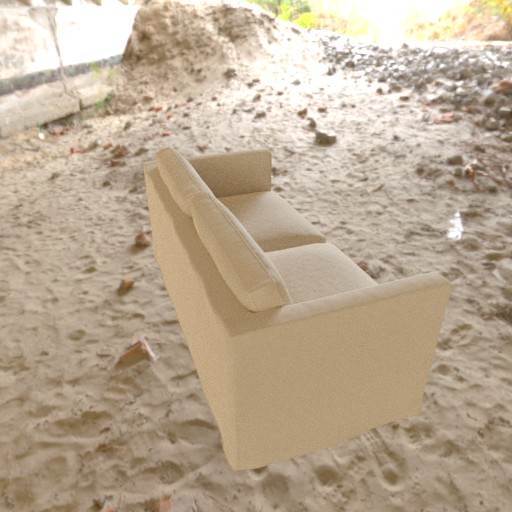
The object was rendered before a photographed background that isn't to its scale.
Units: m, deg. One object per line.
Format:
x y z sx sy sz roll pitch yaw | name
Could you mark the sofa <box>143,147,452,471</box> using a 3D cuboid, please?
0.000 0.000 2.519 0.940 0.870 1.987 -11 32 -18 | sofa
